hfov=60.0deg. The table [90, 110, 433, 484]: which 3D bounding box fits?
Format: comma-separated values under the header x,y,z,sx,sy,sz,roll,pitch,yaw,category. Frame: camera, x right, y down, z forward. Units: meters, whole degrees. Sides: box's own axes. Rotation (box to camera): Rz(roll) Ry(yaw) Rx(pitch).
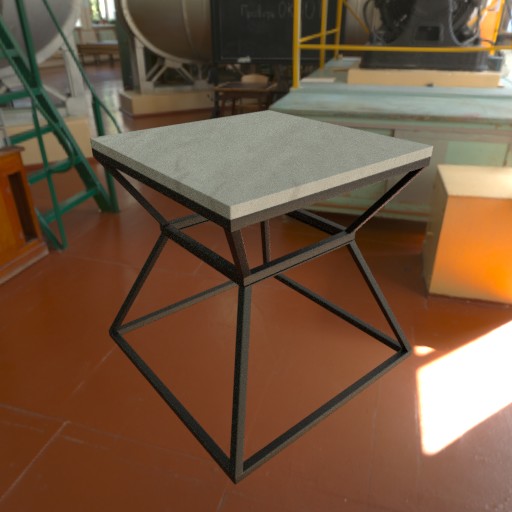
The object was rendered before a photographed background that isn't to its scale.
x,y,z,sx,sy,sz,roll,pitch,yaw,category
0.000,0.000,0.838,0.455,0.431,0.455,-21,35,-34,table
